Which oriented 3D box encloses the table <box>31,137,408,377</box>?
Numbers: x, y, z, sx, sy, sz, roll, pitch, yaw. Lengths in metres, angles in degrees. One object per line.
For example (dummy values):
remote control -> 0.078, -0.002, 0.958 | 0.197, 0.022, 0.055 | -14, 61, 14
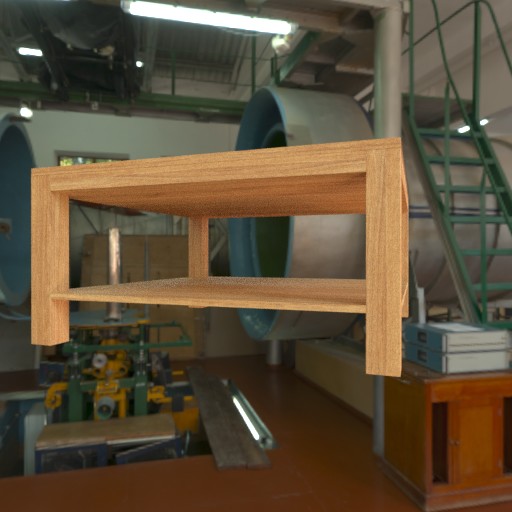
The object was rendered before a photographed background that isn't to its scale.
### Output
table -> 0.000, 0.000, 1.406 | 0.900, 0.450, 0.900 | 0, 0, 20
